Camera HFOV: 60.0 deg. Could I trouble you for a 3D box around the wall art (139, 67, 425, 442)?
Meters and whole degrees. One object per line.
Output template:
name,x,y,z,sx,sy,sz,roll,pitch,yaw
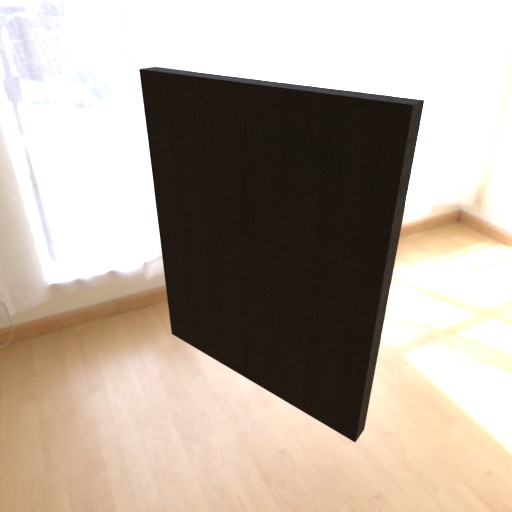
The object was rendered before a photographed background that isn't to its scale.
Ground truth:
wall art,0.000,0.000,0.746,0.455,0.552,0.034,22,36,32
